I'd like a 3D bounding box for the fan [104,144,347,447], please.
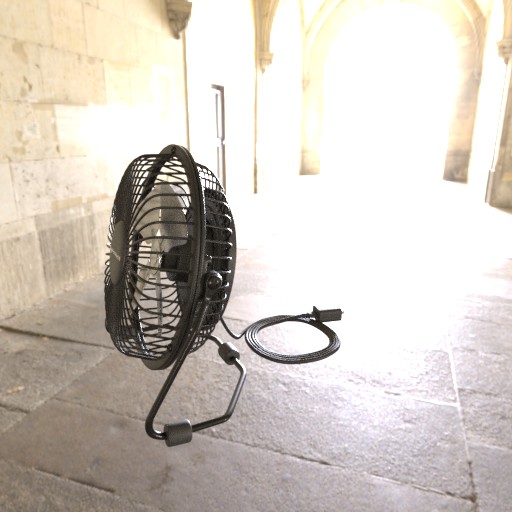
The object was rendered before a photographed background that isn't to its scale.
[{"bbox_3d":[0.000,0.000,0.307,0.202,0.152,0.153,-8,18,-25],"label":"fan"}]
